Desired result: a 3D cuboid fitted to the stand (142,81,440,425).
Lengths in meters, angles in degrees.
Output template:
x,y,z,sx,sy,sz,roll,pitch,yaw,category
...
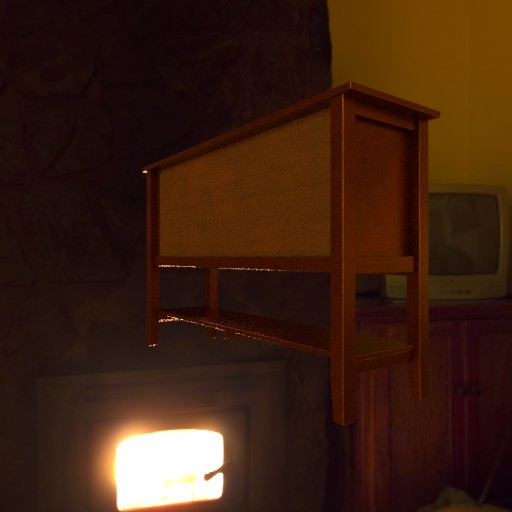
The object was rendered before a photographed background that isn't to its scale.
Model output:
x,y,z,sx,sy,sz,roll,pitch,yaw,category
0.000,0.000,1.774,0.410,0.872,1.362,0,0,-36,stand
